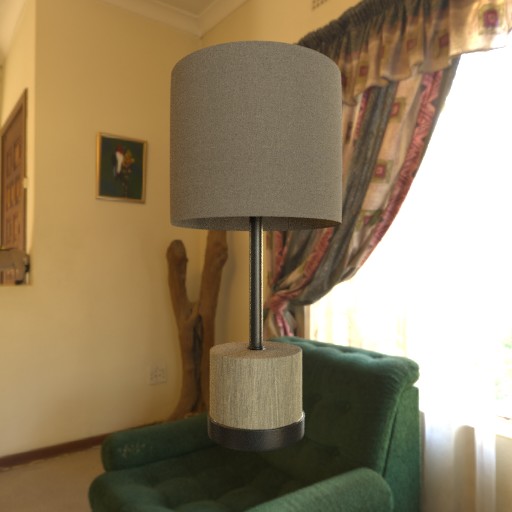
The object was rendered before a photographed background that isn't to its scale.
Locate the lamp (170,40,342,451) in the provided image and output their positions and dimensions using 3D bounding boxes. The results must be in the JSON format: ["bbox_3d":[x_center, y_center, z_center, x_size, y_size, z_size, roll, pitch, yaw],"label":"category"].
[{"bbox_3d":[0.000,0.000,0.597,0.229,0.470,0.229,-1,-1,37],"label":"lamp"}]
